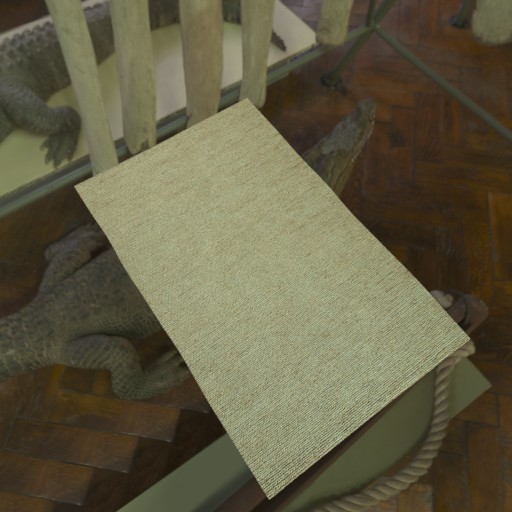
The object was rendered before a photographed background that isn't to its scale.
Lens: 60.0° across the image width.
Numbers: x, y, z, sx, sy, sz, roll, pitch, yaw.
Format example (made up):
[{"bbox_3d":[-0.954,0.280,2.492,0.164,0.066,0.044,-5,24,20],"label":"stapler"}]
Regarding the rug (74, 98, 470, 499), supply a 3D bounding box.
[{"bbox_3d":[0.000,0.000,2.978,1.533,0.011,2.439,-32,68,-15],"label":"rug"}]
